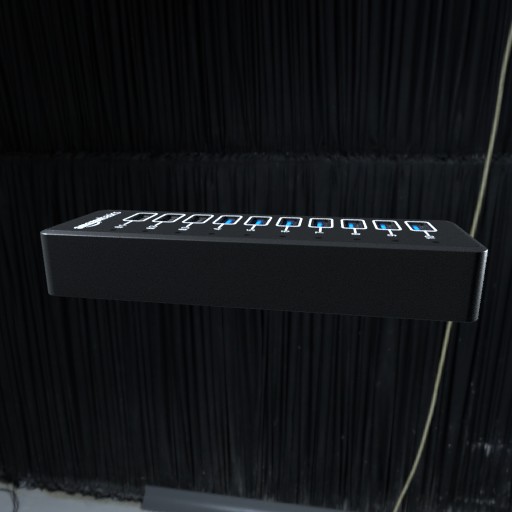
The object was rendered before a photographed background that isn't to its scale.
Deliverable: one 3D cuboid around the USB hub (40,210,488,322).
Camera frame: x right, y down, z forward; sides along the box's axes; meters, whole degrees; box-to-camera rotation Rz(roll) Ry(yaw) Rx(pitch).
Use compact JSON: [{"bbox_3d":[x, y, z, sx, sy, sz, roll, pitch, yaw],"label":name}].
[{"bbox_3d":[0.000,0.000,0.162,0.145,0.023,0.044,3,16,9],"label":"USB hub"}]
